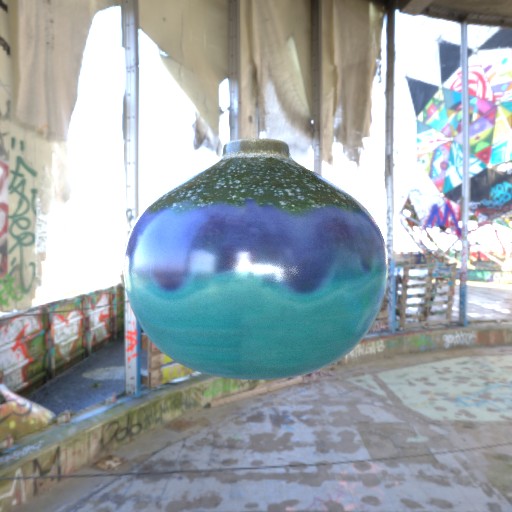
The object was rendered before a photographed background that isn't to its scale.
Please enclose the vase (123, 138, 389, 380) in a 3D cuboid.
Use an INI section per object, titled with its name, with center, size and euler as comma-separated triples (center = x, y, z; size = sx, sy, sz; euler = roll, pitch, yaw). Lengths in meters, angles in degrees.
[vase]
center = 0.000, 0.000, 0.268
size = 0.154, 0.133, 0.154
euler = 0, 1, 0
